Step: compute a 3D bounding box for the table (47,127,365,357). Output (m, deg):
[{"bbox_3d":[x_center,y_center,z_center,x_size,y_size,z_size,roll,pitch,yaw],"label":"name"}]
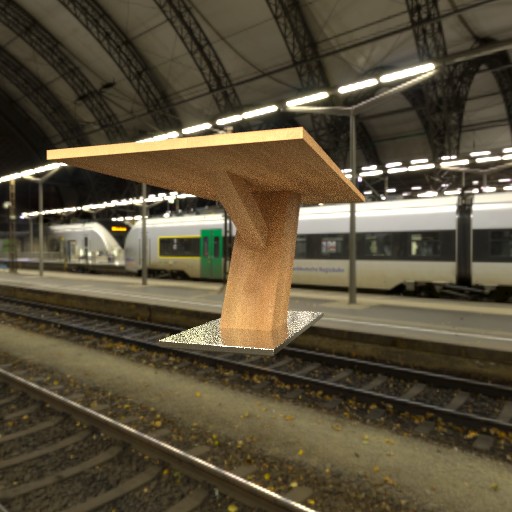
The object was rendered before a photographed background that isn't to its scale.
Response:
[{"bbox_3d":[0.000,0.000,2.235,0.900,0.750,1.800,0,1,19],"label":"table"}]
